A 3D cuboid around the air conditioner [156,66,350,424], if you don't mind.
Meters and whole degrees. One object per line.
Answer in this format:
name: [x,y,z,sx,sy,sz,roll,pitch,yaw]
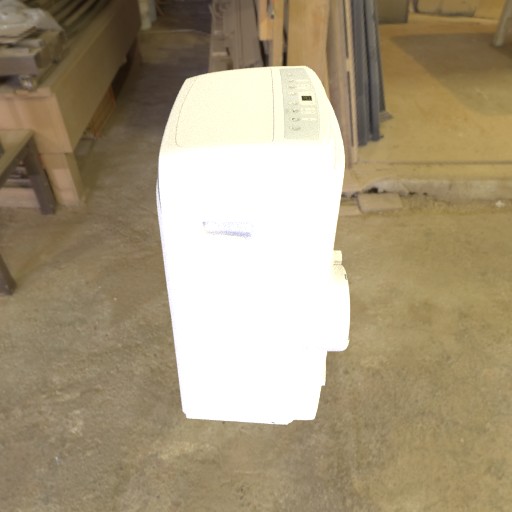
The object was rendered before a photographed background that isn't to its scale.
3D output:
air conditioner: [0.000,0.000,0.969,0.365,0.700,0.454,0,41,0]
